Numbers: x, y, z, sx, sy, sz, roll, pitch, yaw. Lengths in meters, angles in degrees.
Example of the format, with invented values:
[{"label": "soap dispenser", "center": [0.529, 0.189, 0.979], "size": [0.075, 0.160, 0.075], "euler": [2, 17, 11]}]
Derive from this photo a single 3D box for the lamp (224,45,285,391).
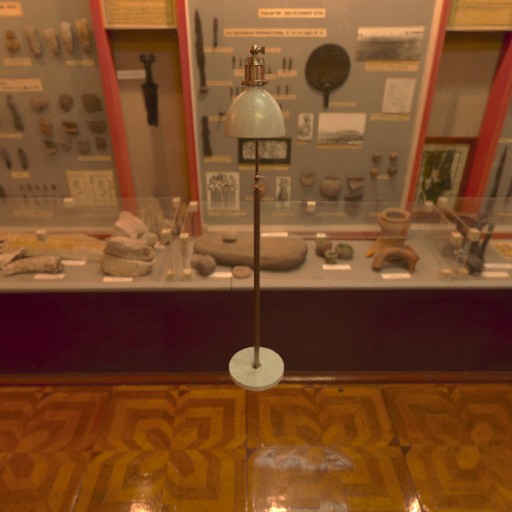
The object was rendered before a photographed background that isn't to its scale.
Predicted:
[{"label": "lamp", "center": [0.000, 0.000, 1.801], "size": [0.288, 1.586, 0.599], "euler": [0, 31, 1]}]
